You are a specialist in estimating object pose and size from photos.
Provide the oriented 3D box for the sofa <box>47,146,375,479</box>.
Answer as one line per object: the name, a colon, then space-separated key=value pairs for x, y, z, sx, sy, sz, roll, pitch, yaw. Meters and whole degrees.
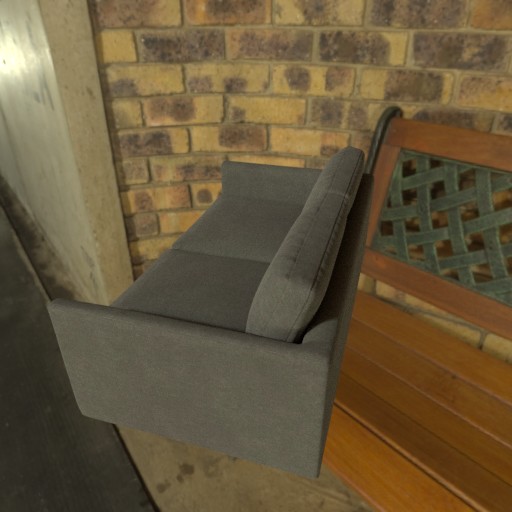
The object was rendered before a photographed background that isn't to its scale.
sofa: x=0.000 y=0.000 z=2.431 sx=1.091 sy=0.845 sz=1.909 roll=9 pitch=31 yaw=15
